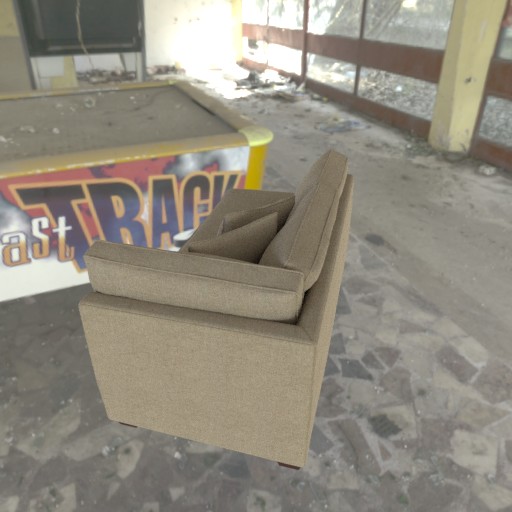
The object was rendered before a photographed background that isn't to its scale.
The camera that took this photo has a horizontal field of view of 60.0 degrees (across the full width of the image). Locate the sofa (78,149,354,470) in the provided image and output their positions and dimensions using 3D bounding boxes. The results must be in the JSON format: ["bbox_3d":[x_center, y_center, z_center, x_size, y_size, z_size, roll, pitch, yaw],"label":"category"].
[{"bbox_3d":[0.000,0.000,2.899,1.110,1.019,2.238,8,31,13],"label":"sofa"}]
